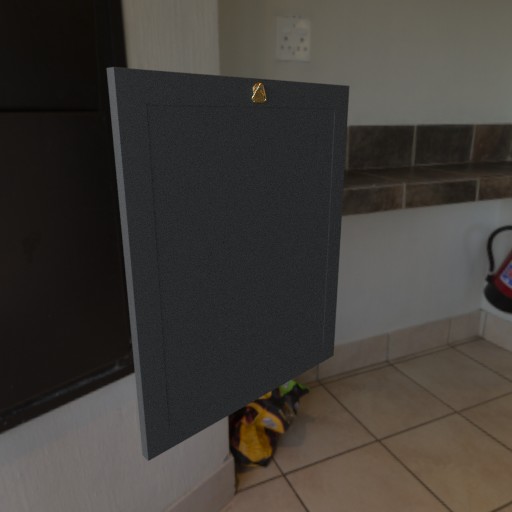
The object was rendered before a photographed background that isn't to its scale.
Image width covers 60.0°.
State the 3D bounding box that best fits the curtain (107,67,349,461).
[{"bbox_3d":[0.000,0.000,0.786,0.483,0.585,0.027,-16,23,-41],"label":"curtain"}]
